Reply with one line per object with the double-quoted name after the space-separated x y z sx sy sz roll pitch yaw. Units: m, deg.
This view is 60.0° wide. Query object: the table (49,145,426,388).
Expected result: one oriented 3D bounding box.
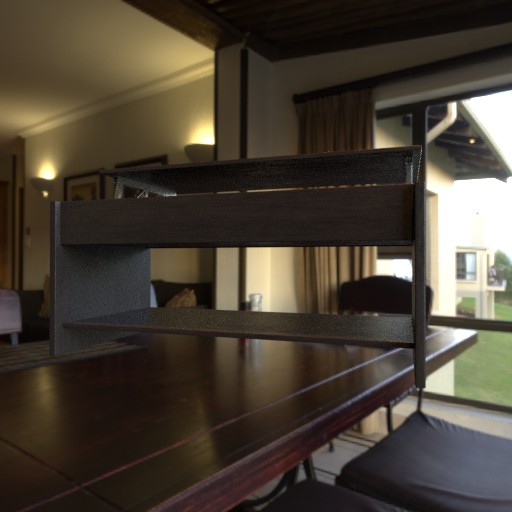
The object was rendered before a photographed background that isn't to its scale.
0.000 0.000 1.437 1.000 0.570 0.712 0 0 19 "table"
